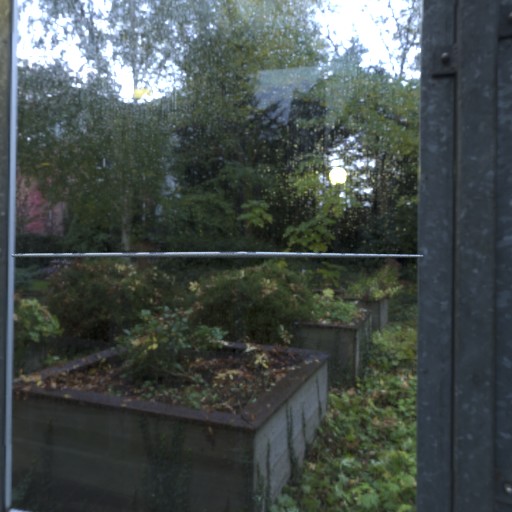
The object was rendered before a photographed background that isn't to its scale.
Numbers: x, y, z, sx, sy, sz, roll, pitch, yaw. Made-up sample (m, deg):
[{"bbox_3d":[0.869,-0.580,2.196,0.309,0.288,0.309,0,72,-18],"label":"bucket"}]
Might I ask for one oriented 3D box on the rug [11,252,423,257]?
[{"bbox_3d":[0.000,0.000,2.882,1.521,0.017,2.365,0,0,34],"label":"rug"}]
